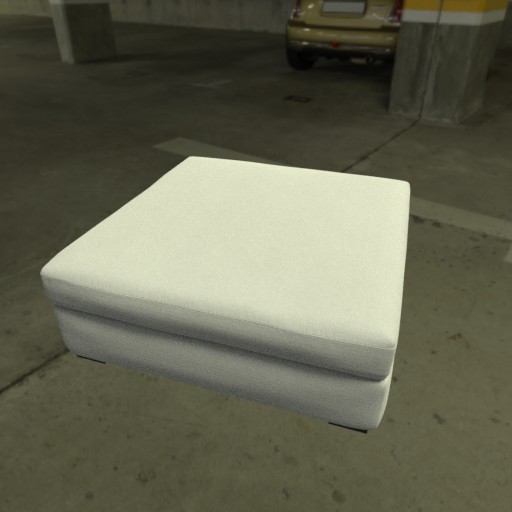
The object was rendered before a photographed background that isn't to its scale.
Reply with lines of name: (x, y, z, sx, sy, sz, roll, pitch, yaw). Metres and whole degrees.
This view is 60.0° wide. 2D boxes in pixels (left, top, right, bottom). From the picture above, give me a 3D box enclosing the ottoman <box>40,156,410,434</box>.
ottoman: (0.000, 0.000, 1.830, 1.167, 0.482, 1.163, 10, 33, 15)
